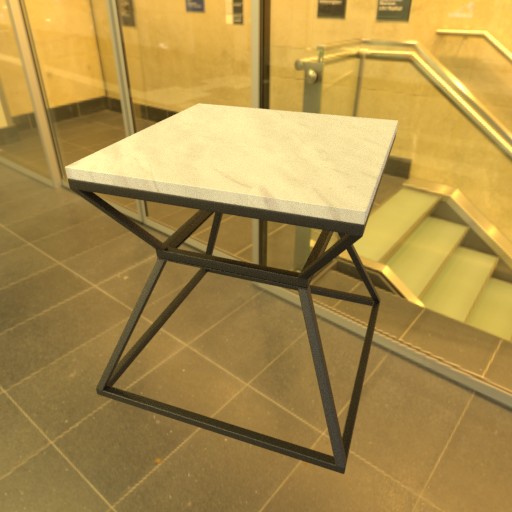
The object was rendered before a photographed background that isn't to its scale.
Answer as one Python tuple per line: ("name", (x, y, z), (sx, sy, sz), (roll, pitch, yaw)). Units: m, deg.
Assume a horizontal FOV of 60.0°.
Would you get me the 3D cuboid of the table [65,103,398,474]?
("table", (0.000, 0.000, 0.816), (0.455, 0.431, 0.455), (11, 33, 17))
